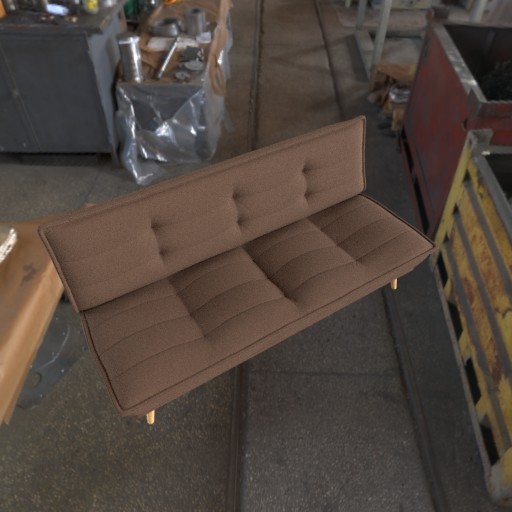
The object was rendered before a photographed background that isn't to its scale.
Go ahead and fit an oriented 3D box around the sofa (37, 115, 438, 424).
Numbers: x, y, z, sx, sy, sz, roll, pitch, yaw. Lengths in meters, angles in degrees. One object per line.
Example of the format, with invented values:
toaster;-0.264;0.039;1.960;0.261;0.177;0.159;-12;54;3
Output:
sofa;0.000;0.000;2.460;1.940;0.890;0.950;-24;50;-22
